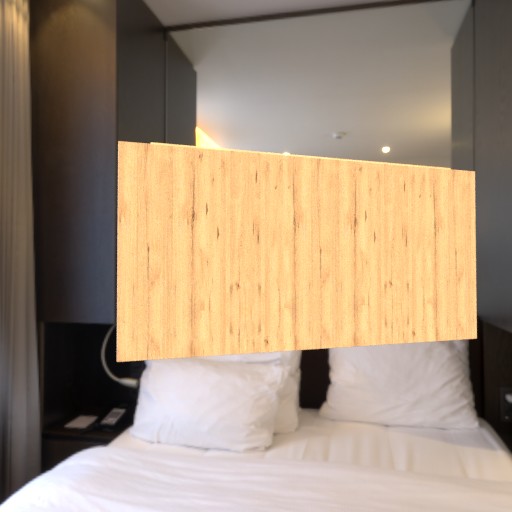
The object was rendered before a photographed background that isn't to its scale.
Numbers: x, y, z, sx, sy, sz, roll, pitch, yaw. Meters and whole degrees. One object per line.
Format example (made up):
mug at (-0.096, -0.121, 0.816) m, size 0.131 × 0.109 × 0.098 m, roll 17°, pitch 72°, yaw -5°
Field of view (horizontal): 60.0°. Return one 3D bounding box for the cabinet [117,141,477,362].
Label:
cabinet at (0.000, 0.000, 3.206) m, size 1.950 × 0.970 × 2.080 m, roll 0°, pitch -1°, yaw -18°
